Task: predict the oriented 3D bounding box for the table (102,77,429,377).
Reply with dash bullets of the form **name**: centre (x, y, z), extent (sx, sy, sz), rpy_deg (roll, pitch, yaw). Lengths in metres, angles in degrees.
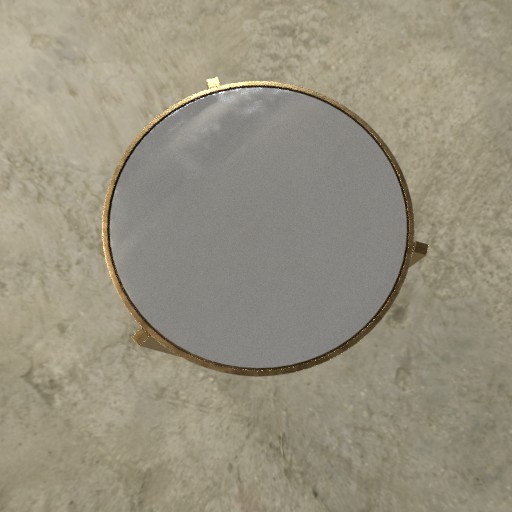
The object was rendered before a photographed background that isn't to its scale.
- **table**: centre (0.000, 0.000, 0.461), extent (0.231, 0.269, 0.243), rpy_deg (-17, 75, -5)
